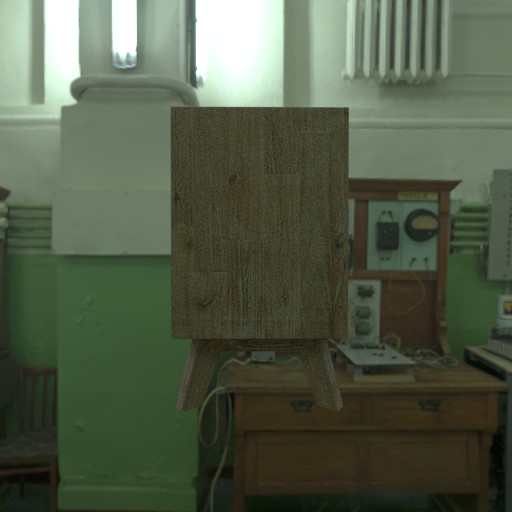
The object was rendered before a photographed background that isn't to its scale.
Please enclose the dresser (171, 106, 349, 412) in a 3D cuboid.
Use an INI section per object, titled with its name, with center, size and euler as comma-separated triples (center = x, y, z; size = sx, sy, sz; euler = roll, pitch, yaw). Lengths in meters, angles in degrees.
[dresser]
center = 0.000, 0.000, 1.935
size = 0.455, 0.788, 1.602
euler = 0, 1, -1
